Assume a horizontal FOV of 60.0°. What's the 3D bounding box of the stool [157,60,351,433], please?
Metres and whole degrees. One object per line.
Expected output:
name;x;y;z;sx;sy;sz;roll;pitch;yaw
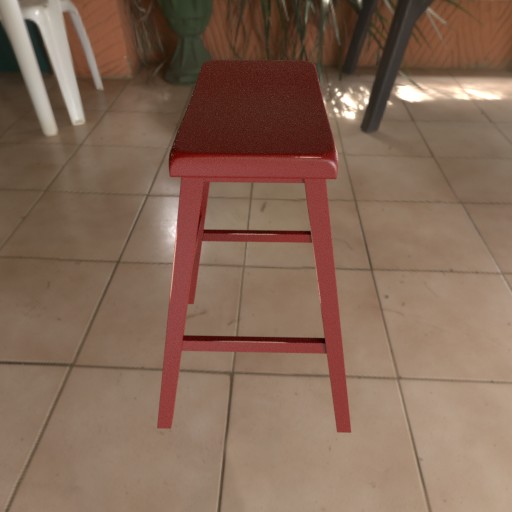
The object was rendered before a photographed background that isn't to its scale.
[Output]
stool;0.000;0.000;1.025;0.476;0.737;0.457;1;40;1
